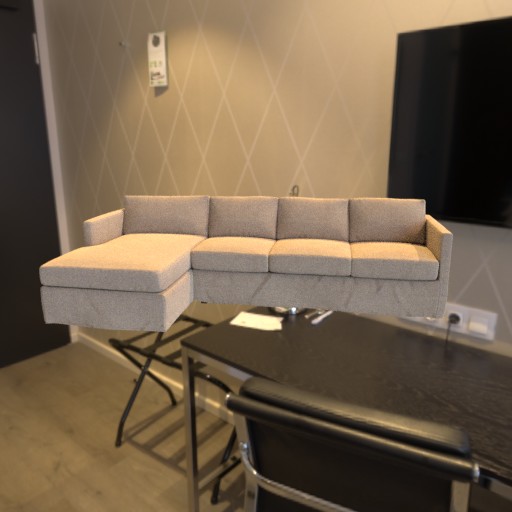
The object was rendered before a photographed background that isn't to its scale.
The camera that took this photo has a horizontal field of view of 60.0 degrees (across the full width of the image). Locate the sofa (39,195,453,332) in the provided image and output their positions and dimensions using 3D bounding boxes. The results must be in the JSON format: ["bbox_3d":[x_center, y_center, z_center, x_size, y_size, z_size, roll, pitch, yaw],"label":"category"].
[{"bbox_3d":[0.000,0.000,3.909,3.198,0.920,1.638,2,15,10],"label":"sofa"}]
